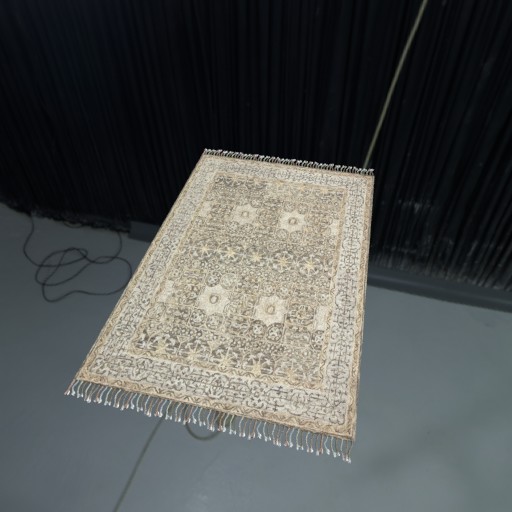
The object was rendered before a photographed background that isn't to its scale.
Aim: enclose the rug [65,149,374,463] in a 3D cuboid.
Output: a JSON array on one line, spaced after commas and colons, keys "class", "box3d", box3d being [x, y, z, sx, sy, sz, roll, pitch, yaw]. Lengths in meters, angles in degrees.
[{"class": "rug", "box3d": [0.000, 0.000, 2.502, 1.237, 0.010, 2.029, 9, 46, 9]}]
